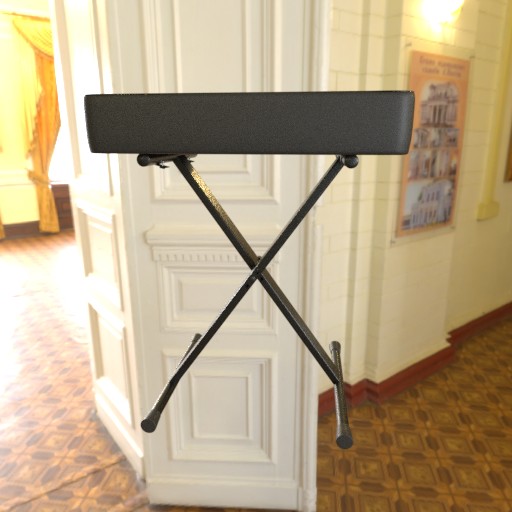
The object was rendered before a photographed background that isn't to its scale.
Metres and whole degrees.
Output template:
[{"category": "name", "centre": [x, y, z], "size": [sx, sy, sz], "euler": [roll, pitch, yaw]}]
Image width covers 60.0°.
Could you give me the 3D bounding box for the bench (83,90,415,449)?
[{"category": "bench", "centre": [0.000, 0.000, 0.759], "size": [0.424, 0.500, 0.321], "euler": [2, 15, 7]}]
